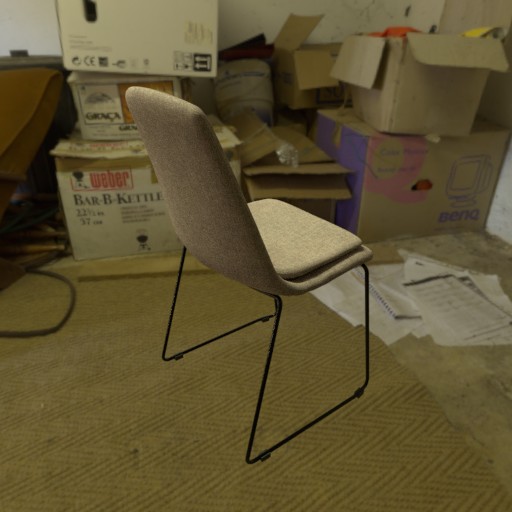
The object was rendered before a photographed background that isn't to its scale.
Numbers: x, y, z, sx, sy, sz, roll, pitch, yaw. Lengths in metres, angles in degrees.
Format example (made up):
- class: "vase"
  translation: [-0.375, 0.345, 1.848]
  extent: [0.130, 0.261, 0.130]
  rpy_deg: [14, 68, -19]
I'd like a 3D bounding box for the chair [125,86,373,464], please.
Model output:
- class: "chair"
  translation: [0.000, 0.000, 1.154]
  extent: [0.518, 0.858, 0.479]
  rpy_deg: [-19, 33, -32]
